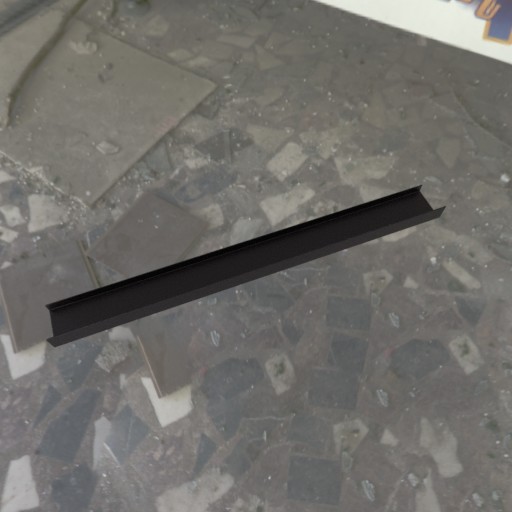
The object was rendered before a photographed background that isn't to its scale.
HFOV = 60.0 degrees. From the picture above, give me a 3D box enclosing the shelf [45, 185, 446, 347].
[{"bbox_3d":[0.000,0.000,1.002,0.924,0.049,0.092,-18,61,-10],"label":"shelf"}]
